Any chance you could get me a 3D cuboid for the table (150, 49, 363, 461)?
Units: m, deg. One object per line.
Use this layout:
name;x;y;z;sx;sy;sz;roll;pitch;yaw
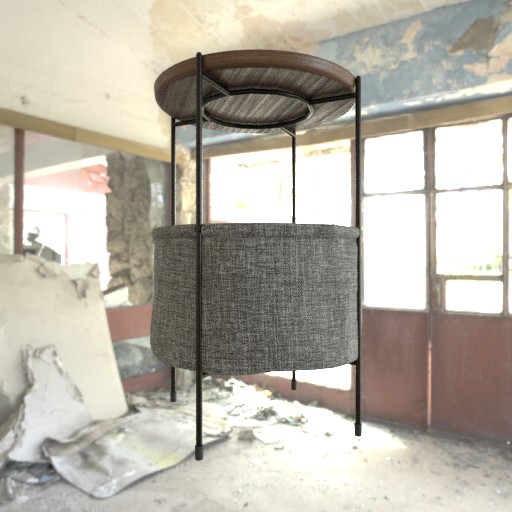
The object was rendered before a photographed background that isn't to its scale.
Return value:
table;0.000;0.000;0.857;0.400;0.623;0.400;0;0;-19
